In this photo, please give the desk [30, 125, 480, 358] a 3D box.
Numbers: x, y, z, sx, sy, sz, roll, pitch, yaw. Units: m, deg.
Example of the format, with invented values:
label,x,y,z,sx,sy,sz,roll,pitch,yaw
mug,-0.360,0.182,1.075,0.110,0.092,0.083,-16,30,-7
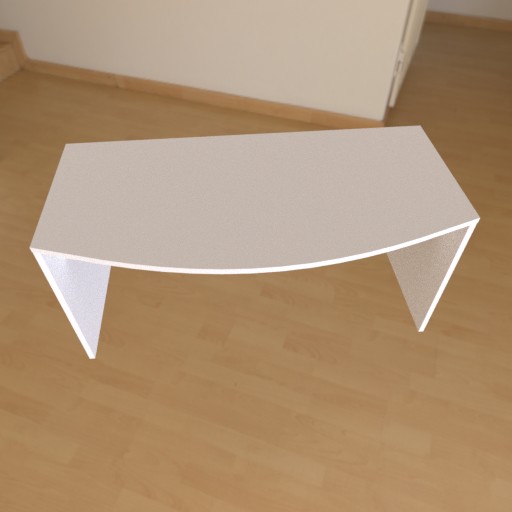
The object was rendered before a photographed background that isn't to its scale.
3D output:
label,x,y,z,sx,sy,sz,roll,pitch,yaw
desk,0.000,0.000,1.999,1.600,0.750,0.802,-4,47,-4
